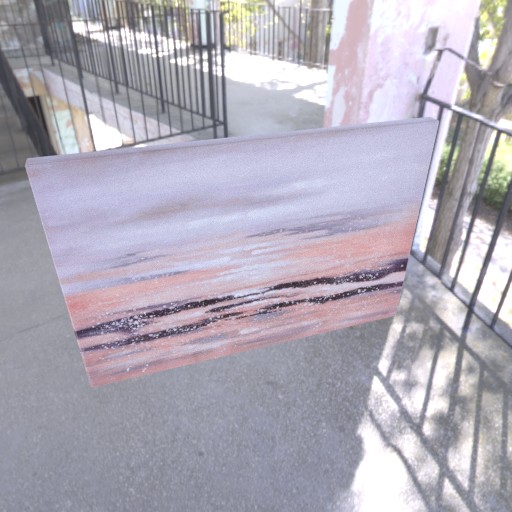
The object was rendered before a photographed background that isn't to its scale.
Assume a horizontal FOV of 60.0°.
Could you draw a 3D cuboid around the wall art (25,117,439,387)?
[{"bbox_3d":[0.000,0.000,1.119,0.913,0.609,0.038,-10,34,-15],"label":"wall art"}]
